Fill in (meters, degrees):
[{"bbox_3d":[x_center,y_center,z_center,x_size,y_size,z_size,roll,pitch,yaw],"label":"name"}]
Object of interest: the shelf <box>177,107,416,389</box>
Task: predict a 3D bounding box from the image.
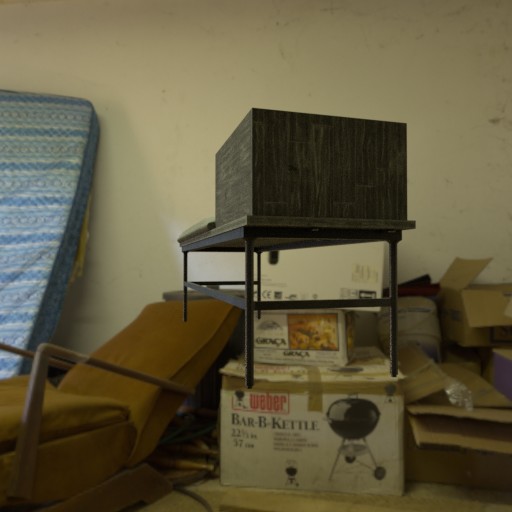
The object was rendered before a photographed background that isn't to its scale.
[{"bbox_3d":[0.000,0.000,1.666,0.457,0.633,1.342,0,-1,-16],"label":"shelf"}]
